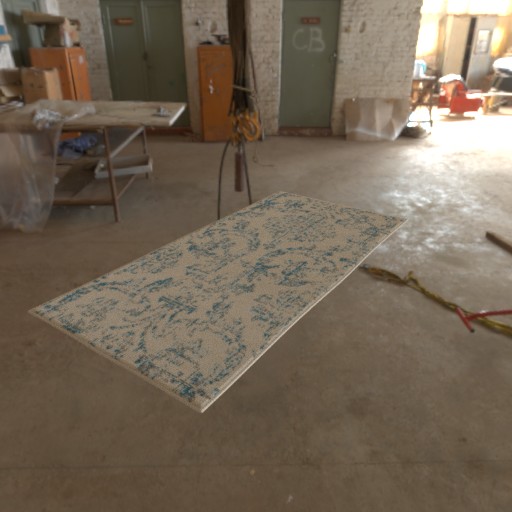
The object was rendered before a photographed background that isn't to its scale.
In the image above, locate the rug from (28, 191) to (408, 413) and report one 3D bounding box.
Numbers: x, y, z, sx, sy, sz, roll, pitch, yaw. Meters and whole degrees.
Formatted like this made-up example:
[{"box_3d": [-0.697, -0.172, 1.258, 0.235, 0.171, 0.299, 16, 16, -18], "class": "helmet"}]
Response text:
[{"box_3d": [0.000, 0.000, 1.447, 0.605, 0.007, 1.220, 18, 31, 31], "class": "rug"}]
